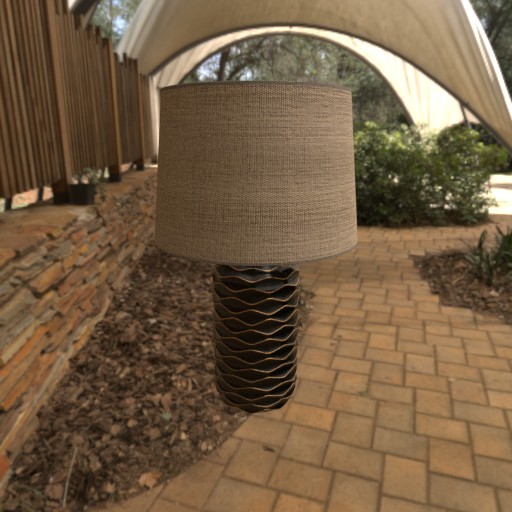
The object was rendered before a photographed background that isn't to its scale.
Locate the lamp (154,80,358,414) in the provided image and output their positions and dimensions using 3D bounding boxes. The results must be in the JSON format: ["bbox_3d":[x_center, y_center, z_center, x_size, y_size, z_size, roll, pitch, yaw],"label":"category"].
[{"bbox_3d":[0.000,0.000,0.849,0.376,0.594,0.376,0,16,0],"label":"lamp"}]
